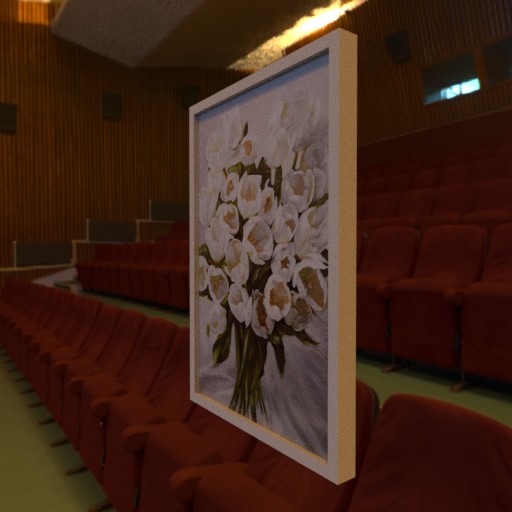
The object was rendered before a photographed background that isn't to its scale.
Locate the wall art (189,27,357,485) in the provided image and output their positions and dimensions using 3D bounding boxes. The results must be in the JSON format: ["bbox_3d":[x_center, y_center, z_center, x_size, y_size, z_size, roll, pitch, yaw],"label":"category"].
[{"bbox_3d":[0.000,0.000,0.540,0.025,0.428,0.293,-1,1,-37],"label":"wall art"}]
